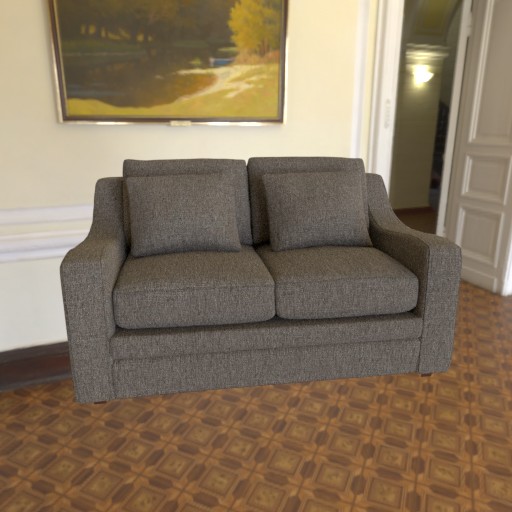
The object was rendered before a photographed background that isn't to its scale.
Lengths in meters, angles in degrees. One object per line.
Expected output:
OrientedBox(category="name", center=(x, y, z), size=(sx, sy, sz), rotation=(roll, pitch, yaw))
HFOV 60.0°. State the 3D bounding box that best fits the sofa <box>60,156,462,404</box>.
OrientedBox(category="sofa", center=(0.000, 0.000, 2.370), size=(1.778, 0.991, 1.120), rotation=(-2, 17, -8))
